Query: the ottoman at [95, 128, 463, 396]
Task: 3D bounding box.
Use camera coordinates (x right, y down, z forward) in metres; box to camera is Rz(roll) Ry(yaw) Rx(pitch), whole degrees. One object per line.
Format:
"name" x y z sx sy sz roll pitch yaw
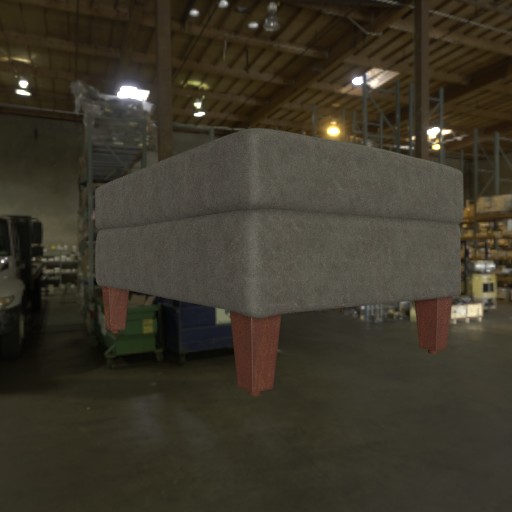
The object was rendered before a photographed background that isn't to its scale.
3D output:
"ottoman" 0.000 0.000 1.200 0.639 0.464 0.839 0 0 -36
